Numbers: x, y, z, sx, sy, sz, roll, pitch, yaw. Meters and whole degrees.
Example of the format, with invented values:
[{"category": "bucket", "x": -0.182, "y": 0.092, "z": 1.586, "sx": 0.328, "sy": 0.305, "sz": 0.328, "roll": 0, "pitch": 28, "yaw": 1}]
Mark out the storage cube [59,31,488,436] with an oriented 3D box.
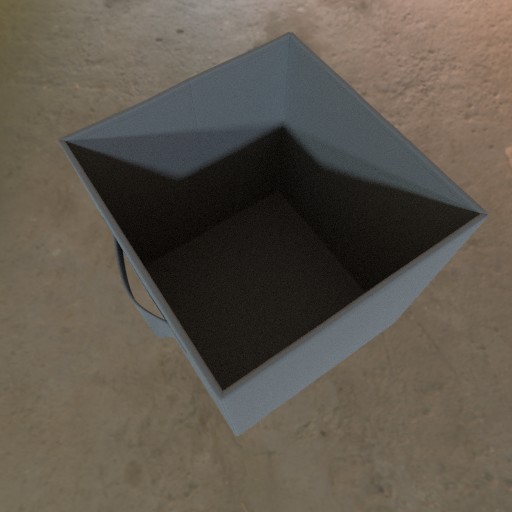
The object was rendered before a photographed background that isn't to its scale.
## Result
[{"category": "storage cube", "x": 0.000, "y": 0.000, "z": 0.489, "sx": 0.270, "sy": 0.280, "sz": 0.270, "roll": -31, "pitch": 67, "yaw": -15}]
